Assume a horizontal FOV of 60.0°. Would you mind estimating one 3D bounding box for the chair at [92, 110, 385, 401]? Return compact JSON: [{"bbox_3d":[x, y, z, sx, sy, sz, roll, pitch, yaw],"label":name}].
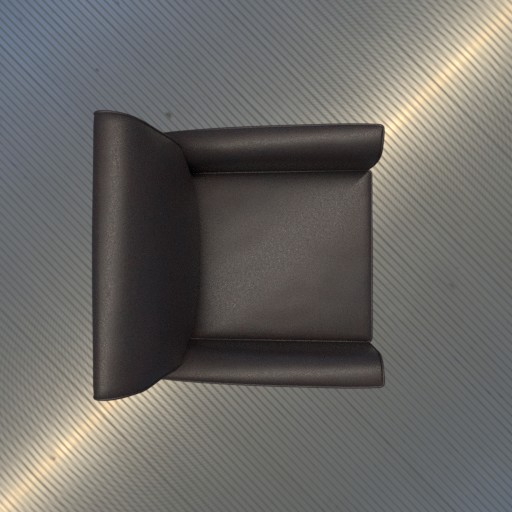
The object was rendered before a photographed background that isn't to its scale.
[{"bbox_3d":[0.000,0.000,1.545,0.819,0.916,0.820,0,90,1],"label":"chair"}]
